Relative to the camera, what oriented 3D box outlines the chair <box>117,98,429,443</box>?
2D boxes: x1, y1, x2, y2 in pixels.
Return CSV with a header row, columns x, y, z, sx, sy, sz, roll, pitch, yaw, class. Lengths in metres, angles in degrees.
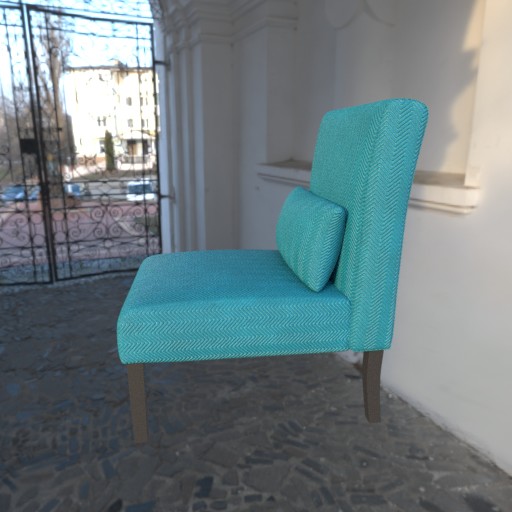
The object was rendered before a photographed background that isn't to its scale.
x,y,z,sx,sy,sz,roll,pitch,yaw,class
0.000,0.000,1.429,0.808,0.927,0.579,-2,15,-7,chair
